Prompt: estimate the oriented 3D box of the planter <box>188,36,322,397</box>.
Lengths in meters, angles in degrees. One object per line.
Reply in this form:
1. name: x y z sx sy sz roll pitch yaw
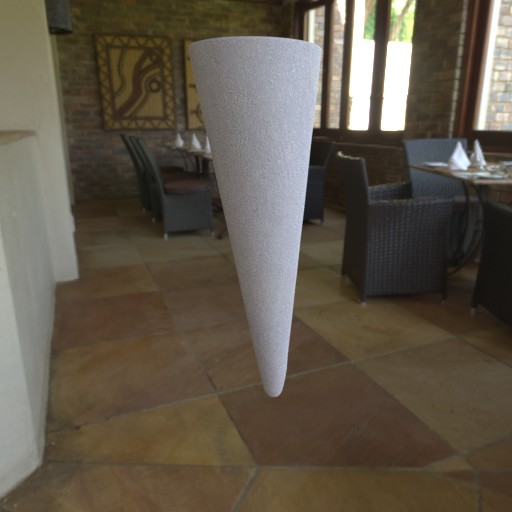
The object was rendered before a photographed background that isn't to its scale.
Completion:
1. planter: 0.000 0.000 0.303 0.078 0.259 0.087 8 19 25
